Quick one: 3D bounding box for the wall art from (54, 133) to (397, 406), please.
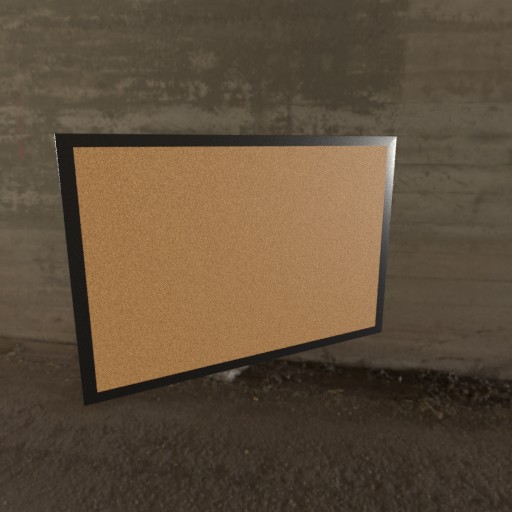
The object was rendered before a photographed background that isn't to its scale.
[{"bbox_3d":[0.000,0.000,1.049,0.819,0.552,0.015,-7,16,-26],"label":"wall art"}]
